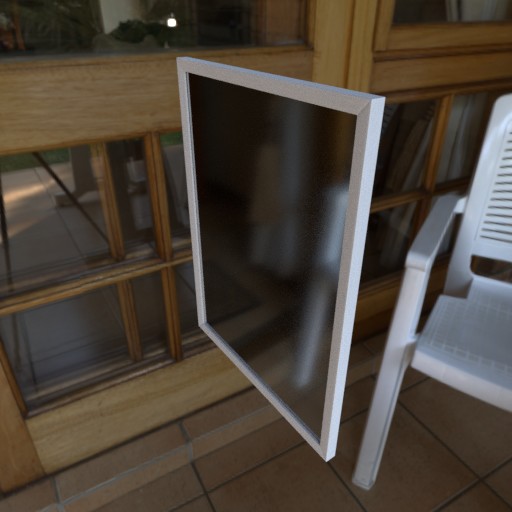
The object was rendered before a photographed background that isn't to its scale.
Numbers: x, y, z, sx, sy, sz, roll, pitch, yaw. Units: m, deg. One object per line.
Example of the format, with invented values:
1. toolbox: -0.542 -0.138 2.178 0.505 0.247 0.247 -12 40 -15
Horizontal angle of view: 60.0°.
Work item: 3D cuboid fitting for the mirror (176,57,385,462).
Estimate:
1. mirror: 0.000 0.000 1.315 0.040 1.016 0.762 -20 36 -30
